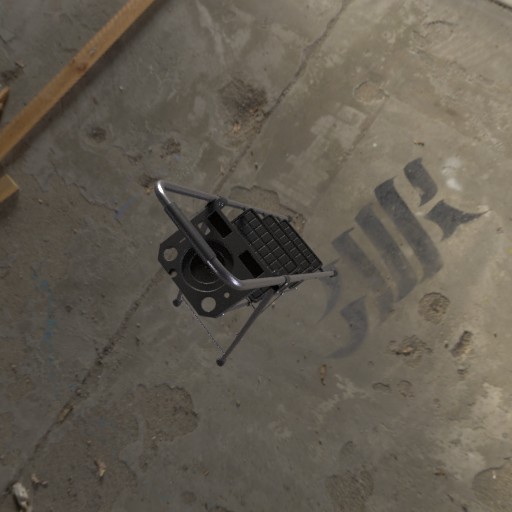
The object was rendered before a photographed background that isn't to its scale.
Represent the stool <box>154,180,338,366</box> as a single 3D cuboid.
[{"bbox_3d":[0.000,0.000,1.543,0.733,1.277,0.396,-37,79,-9],"label":"stool"}]
